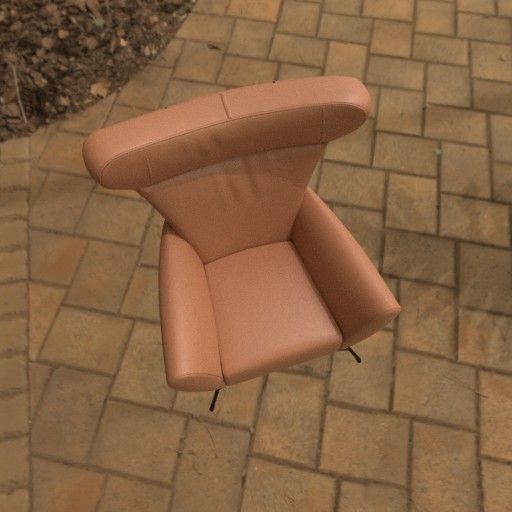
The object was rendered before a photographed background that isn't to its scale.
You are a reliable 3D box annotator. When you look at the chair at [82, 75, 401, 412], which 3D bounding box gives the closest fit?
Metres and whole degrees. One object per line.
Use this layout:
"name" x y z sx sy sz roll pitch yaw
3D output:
"chair" 0.000 0.000 1.776 0.980 1.050 0.900 -16 65 -7
